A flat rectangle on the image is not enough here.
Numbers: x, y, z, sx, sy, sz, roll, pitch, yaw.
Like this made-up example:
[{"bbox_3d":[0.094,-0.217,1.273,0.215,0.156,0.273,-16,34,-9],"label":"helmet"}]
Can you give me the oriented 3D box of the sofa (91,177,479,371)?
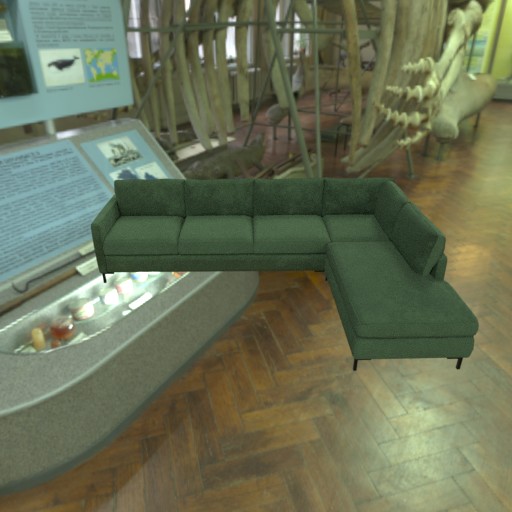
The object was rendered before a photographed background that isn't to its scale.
[{"bbox_3d":[0.000,0.000,3.189,2.486,0.687,1.707,0,28,-1],"label":"sofa"}]
